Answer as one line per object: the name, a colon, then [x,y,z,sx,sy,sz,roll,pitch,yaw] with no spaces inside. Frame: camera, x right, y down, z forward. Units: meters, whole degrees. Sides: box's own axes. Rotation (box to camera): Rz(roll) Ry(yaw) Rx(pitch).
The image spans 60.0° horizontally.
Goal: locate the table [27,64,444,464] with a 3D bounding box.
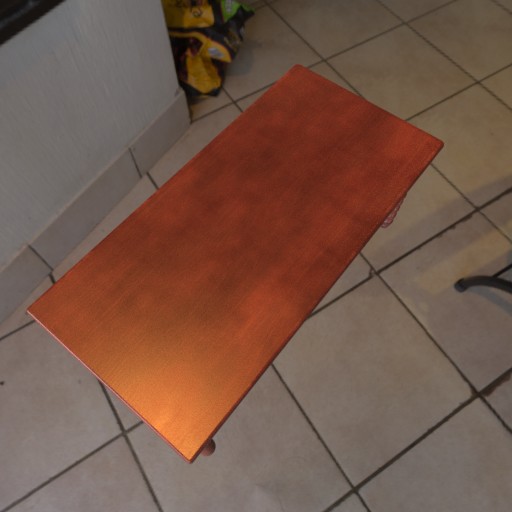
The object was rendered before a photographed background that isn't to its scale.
table: [0.000,0.000,1.465,0.580,0.485,1.171,36,68,17]
